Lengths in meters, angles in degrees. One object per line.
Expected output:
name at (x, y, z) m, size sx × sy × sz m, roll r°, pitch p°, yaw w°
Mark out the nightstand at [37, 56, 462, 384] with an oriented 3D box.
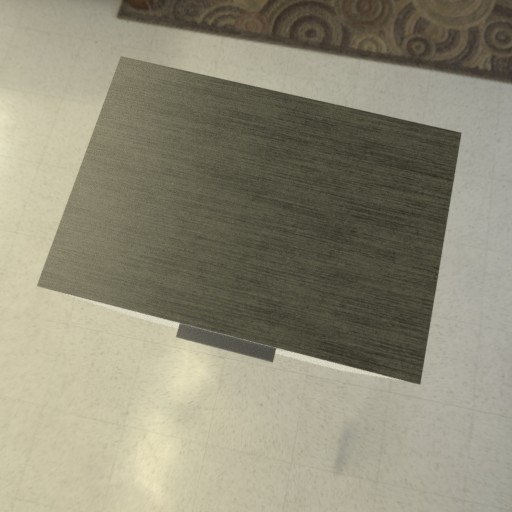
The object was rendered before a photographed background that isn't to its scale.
nightstand at (0.000, 0.000, 0.748) m, size 0.441 × 0.460 × 0.325 m, roll 14°, pitch 78°, yaw 3°
